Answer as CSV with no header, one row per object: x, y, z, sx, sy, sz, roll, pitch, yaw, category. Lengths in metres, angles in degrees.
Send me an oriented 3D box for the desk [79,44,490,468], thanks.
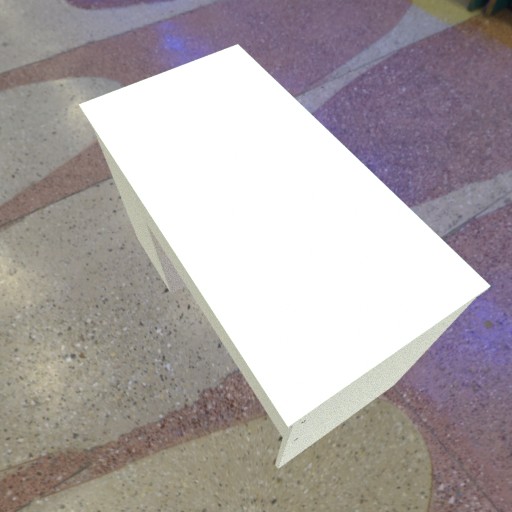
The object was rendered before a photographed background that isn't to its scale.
0.000,0.000,1.476,0.560,0.730,1.096,-29,62,-17,desk
